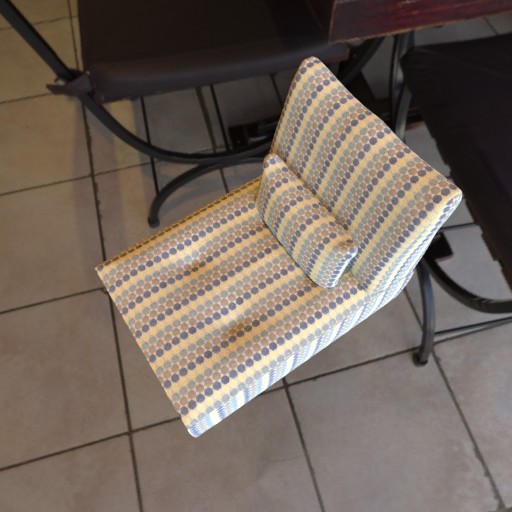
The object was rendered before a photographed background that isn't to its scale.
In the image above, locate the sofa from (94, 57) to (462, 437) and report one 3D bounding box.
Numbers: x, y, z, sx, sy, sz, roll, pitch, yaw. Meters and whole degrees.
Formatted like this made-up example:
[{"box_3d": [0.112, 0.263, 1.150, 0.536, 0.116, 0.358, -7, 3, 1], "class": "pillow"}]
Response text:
[{"box_3d": [0.000, 0.000, 1.562, 1.000, 0.820, 0.700, -31, 67, -15], "class": "sofa"}]
